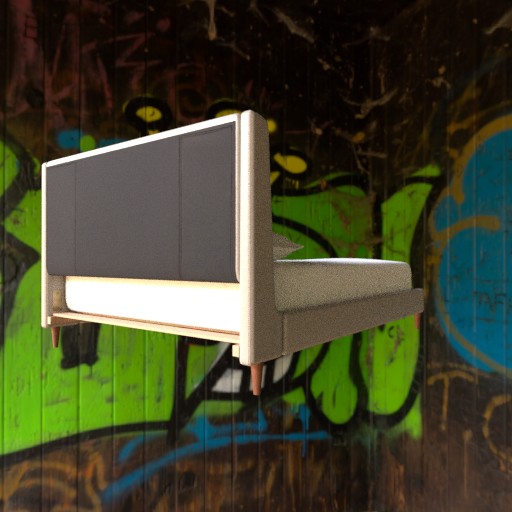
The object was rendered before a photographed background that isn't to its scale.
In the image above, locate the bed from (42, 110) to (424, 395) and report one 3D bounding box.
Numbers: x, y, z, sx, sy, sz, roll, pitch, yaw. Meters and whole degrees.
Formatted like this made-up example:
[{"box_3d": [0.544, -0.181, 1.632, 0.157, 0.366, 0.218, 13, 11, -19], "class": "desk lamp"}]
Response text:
[{"box_3d": [0.000, 0.000, 3.120, 1.656, 1.147, 2.232, 0, 0, 37], "class": "bed"}]
